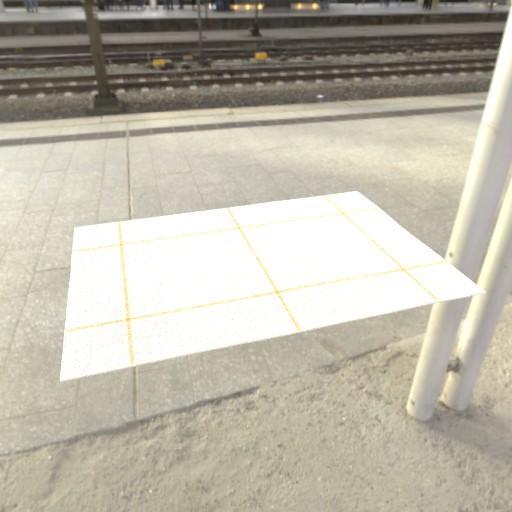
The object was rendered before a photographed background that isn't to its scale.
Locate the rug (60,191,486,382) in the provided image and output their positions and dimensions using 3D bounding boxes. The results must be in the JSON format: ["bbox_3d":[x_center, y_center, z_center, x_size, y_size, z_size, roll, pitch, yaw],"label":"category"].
[{"bbox_3d":[0.000,0.000,2.297,1.825,0.015,1.232,-9,32,-14],"label":"rug"}]
